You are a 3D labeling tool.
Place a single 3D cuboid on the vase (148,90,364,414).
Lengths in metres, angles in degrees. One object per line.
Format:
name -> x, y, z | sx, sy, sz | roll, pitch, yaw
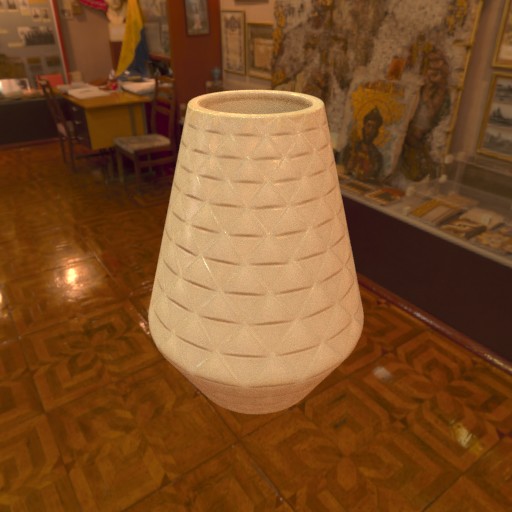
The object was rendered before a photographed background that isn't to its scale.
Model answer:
vase -> 0.000, 0.000, 0.344 | 0.175, 0.230, 0.175 | 0, 30, 0
